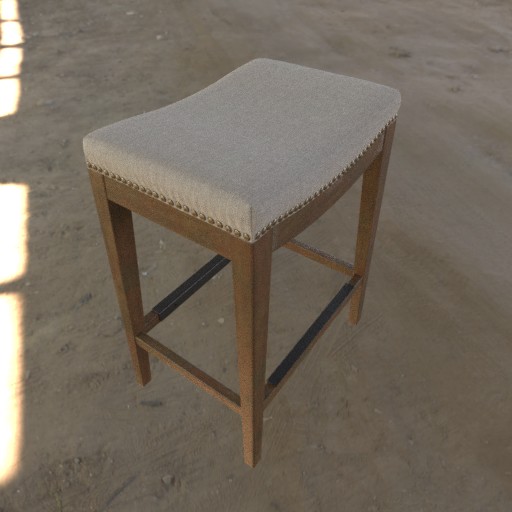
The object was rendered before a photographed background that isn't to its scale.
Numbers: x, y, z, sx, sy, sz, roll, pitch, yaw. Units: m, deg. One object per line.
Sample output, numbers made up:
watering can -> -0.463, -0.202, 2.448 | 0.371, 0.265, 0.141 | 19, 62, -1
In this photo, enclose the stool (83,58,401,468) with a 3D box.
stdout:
stool -> 0.000, 0.000, 0.952 | 0.356, 0.660, 0.508 | 25, 47, 26
